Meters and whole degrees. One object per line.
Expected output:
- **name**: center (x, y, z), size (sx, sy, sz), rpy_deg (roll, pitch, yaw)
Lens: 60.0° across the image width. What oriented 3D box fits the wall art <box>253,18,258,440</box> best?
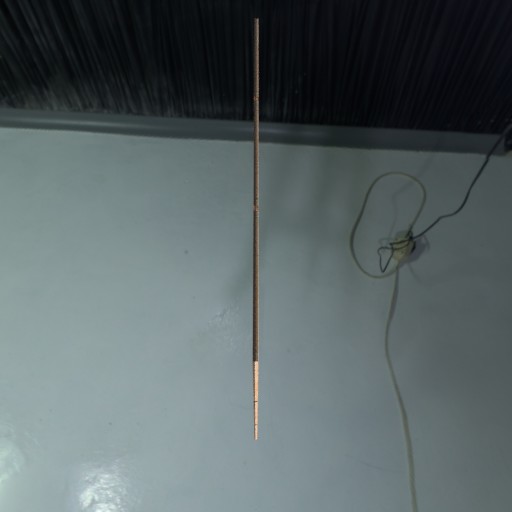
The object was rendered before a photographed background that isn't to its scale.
- **wall art**: center (0.000, 0.000, 1.776), size (0.013, 1.218, 1.216), rpy_deg (0, 60, 0)
